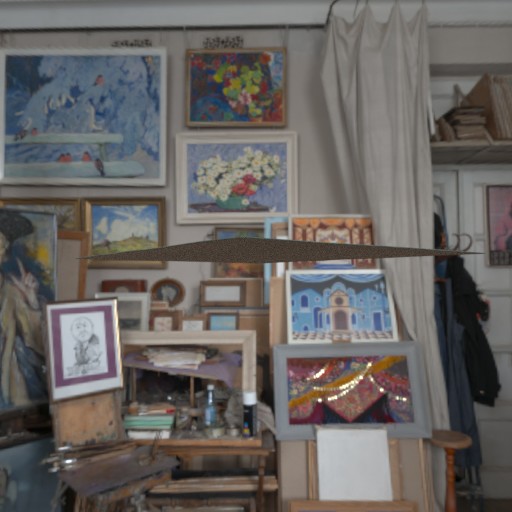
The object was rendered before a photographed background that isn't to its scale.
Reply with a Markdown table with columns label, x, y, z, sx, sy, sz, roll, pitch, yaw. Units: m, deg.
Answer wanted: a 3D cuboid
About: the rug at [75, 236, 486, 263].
| label | x | y | z | sx | sy | sz | roll | pitch | yaw |
| --- | --- | --- | --- | --- | --- | --- | --- | --- | --- |
| rug | 0.000 | 0.000 | 4.093 | 2.438 | 0.013 | 3.048 | 2 | -4 | -37 |
